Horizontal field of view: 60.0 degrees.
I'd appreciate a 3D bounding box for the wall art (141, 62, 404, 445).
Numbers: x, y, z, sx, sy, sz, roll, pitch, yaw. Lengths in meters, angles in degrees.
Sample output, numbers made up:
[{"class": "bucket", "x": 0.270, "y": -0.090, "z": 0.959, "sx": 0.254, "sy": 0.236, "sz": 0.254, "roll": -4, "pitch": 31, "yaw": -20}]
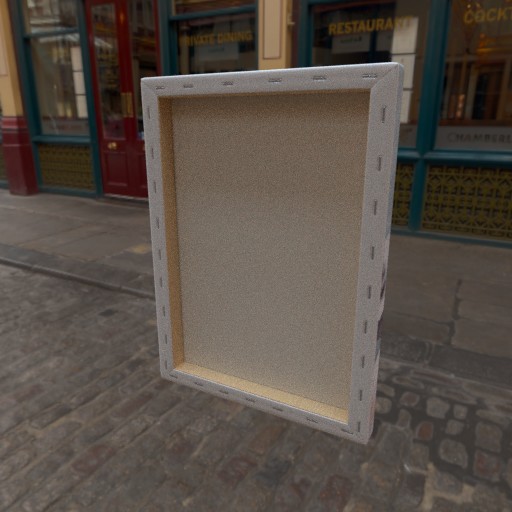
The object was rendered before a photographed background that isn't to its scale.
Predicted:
[{"class": "wall art", "x": 0.000, "y": 0.000, "z": 0.796, "sx": 0.455, "sy": 0.613, "sz": 0.037, "roll": 9, "pitch": 19, "yaw": 27}]
